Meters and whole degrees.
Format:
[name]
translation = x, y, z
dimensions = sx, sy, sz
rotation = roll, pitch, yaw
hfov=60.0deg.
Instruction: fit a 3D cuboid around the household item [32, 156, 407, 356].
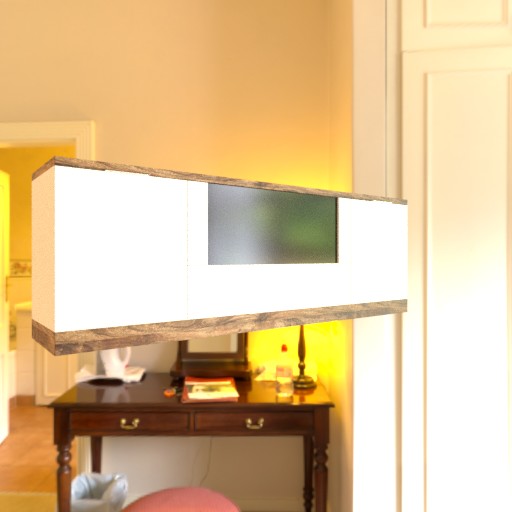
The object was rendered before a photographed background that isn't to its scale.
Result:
[household item]
translation = 0.000, 0.000, 2.038
dimensions = 1.800, 0.615, 0.390
rotation = 0, 0, -36
